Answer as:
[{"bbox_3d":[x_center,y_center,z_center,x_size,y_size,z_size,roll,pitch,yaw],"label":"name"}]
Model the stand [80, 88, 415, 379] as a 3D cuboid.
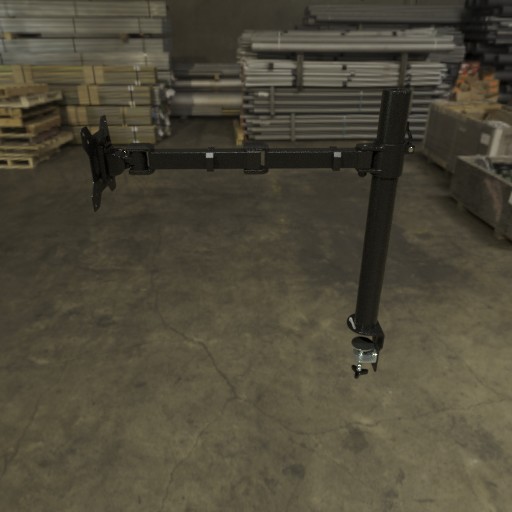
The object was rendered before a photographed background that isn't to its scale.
[{"bbox_3d":[0.000,0.000,0.722,0.456,0.510,0.115,-1,27,-1],"label":"stand"}]
